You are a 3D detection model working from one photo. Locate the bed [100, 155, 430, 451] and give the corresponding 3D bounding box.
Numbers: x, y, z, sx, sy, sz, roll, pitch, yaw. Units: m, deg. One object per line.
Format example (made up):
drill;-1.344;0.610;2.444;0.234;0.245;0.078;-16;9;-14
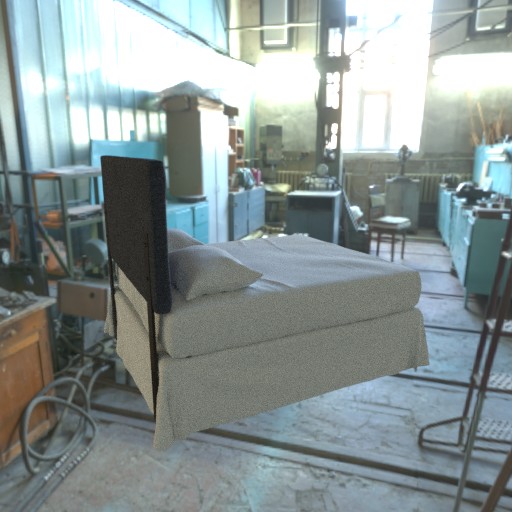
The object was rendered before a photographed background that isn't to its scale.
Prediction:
bed;0.000;0.000;3.568;2.222;1.577;1.936;-7;15;-26
